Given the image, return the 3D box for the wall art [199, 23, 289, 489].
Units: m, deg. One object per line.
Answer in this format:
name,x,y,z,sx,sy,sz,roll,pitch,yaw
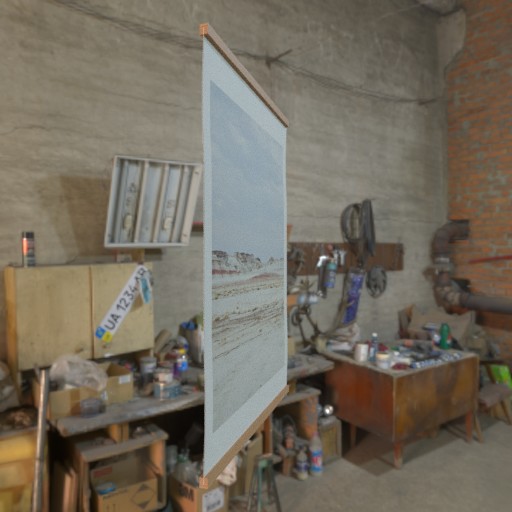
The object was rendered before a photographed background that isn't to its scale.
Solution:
wall art,0.000,0.000,1.320,0.020,1.016,0.739,0,0,18
